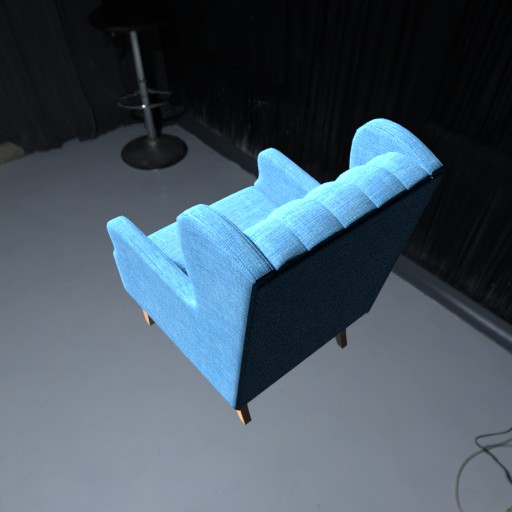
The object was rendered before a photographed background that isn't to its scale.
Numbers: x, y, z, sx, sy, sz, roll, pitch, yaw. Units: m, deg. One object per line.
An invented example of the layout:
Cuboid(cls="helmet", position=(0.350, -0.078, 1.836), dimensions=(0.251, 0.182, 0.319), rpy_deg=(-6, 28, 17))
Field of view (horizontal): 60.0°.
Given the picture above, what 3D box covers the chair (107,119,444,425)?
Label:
Cuboid(cls="chair", position=(0.000, 0.000, 1.502), dimensions=(0.711, 0.952, 0.775), rpy_deg=(-30, 53, -26))
